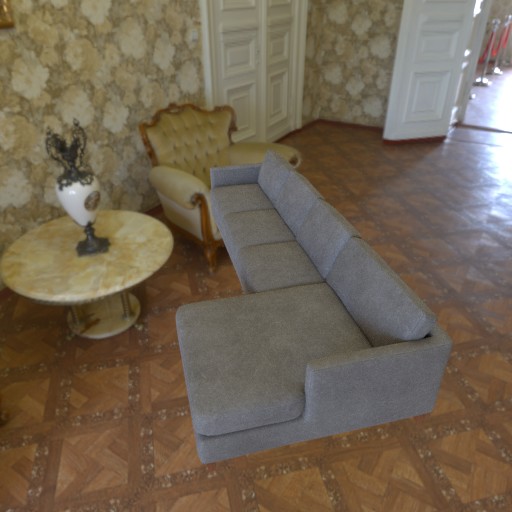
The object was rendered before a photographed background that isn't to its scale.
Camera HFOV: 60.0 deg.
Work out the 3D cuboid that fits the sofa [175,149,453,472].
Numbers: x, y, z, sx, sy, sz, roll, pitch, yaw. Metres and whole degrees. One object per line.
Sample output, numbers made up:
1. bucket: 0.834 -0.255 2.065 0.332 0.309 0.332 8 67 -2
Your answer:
1. sofa: 0.000 0.000 4.029 1.604 0.950 3.471 -8 32 -13
